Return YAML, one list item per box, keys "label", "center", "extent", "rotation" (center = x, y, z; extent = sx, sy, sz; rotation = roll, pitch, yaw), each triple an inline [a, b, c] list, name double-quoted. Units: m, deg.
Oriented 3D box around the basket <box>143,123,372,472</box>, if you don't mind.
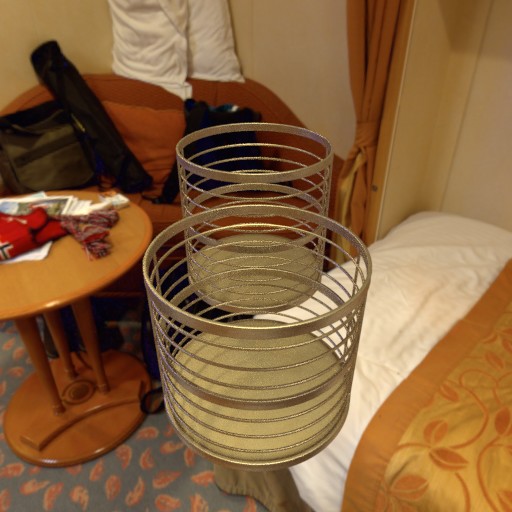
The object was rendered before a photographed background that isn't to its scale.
- label: "basket"
  center: [0.000, 0.000, 0.934]
  extent: [0.356, 0.351, 0.746]
  rotation: [0, 32, -1]
